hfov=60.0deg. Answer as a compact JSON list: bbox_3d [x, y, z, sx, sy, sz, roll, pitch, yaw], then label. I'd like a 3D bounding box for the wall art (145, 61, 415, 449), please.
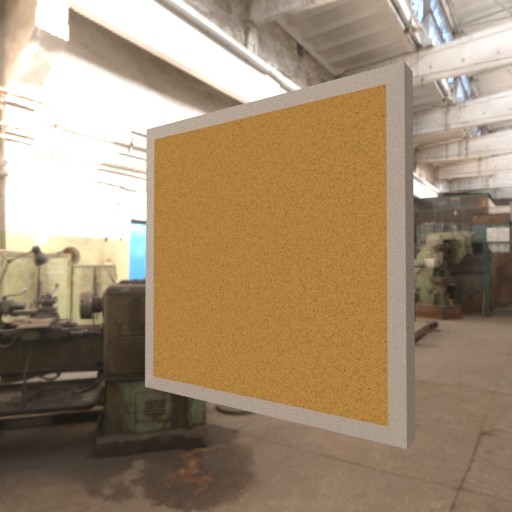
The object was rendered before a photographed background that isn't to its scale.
[{"bbox_3d":[0.000,0.000,1.887,1.289,1.291,0.098,-1,-1,35],"label":"wall art"}]
